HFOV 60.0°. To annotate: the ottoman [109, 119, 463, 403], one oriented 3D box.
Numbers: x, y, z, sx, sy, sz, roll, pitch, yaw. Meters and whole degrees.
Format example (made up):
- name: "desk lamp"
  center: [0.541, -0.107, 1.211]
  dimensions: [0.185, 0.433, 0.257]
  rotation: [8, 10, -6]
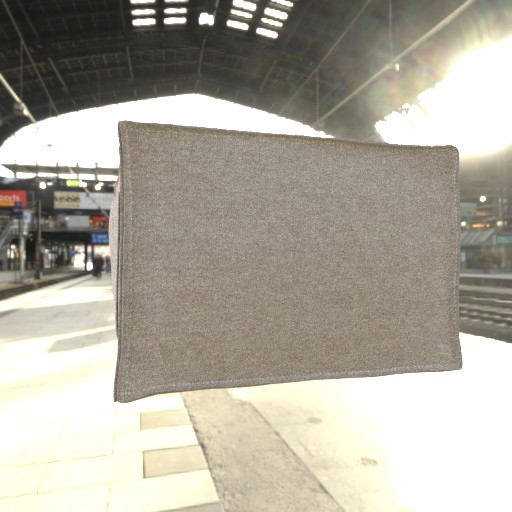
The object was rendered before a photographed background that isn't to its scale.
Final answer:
- name: "ottoman"
  center: [0.000, 0.000, 1.104]
  dimensions: [0.696, 0.470, 0.707]
  rotation: [0, 0, -18]
